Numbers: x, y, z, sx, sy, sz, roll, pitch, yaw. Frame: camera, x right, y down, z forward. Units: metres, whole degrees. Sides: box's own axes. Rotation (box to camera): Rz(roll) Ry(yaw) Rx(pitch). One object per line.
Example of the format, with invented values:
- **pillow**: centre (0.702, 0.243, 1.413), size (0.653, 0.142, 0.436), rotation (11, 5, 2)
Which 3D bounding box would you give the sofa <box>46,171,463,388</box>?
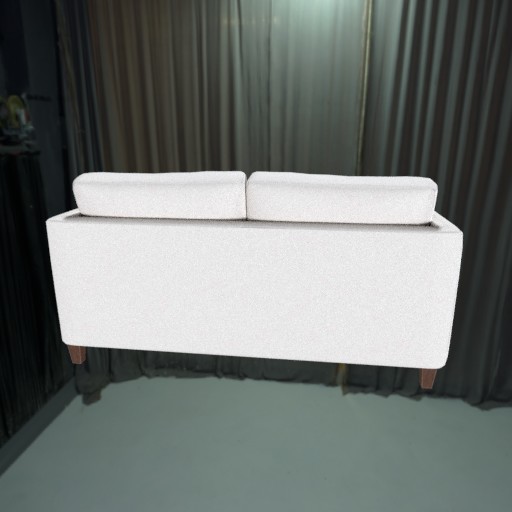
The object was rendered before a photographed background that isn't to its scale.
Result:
- **sofa**: centre (0.000, 0.000, 2.248), size (1.722, 0.888, 0.873), rotation (2, 16, 7)
